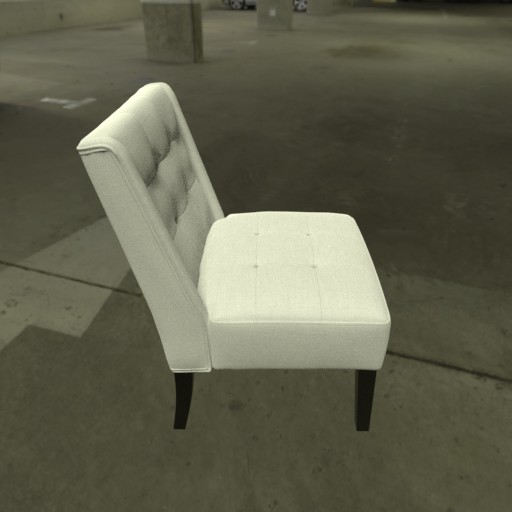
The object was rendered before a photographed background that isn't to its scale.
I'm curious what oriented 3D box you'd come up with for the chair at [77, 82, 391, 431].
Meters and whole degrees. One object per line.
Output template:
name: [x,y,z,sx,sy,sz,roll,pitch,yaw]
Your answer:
chair: [0.000,0.000,1.273,0.676,0.853,0.569,1,32,1]
